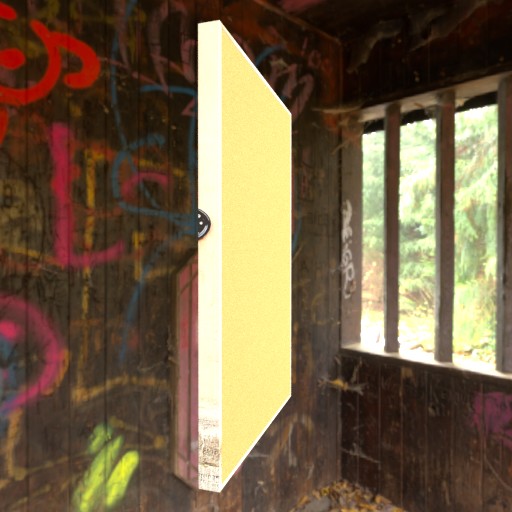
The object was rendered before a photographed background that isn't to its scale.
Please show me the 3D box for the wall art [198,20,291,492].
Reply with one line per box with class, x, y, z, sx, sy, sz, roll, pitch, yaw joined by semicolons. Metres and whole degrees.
wall art;0.000;0.000;0.964;0.038;0.764;0.508;0;0;18
